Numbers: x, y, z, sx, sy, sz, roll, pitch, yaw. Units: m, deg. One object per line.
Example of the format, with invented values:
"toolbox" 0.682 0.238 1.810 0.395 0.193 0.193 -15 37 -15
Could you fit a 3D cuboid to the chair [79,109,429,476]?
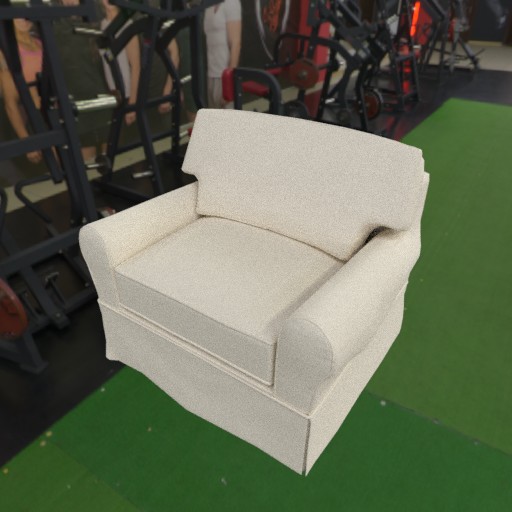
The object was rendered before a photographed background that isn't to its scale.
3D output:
"chair" 0.000 0.000 1.753 1.099 0.958 0.904 20 37 29
